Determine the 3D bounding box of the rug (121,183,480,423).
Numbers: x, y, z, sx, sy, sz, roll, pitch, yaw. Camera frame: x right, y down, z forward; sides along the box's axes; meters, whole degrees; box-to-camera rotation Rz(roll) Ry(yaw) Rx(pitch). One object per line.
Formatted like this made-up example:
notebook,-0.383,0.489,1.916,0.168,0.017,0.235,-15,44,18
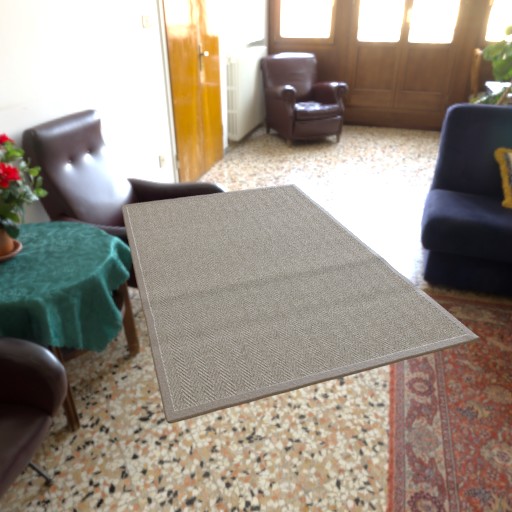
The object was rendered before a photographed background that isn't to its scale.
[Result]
rug,0.000,0.000,2.898,1.540,0.021,2.290,-10,31,-17
